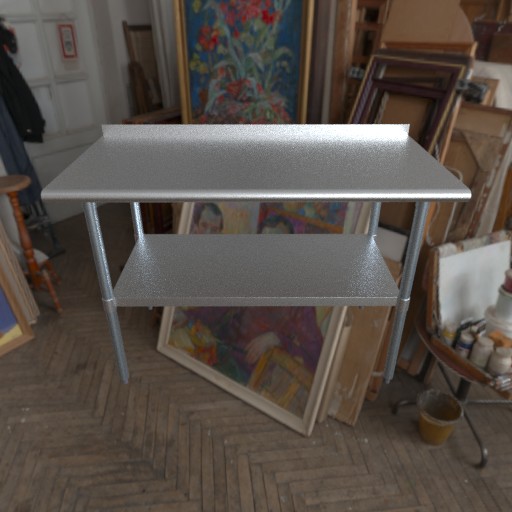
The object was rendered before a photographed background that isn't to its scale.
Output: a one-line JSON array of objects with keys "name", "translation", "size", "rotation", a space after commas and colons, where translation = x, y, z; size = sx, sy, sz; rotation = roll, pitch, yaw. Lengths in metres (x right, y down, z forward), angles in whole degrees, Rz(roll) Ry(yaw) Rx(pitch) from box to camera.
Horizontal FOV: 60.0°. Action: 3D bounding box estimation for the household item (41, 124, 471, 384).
[{"name": "household item", "translation": [0.000, 0.000, 1.704], "size": [1.219, 0.851, 0.610], "rotation": [0, 30, 0]}]
